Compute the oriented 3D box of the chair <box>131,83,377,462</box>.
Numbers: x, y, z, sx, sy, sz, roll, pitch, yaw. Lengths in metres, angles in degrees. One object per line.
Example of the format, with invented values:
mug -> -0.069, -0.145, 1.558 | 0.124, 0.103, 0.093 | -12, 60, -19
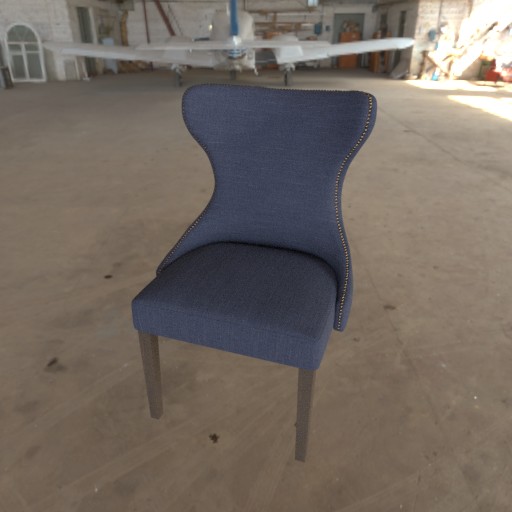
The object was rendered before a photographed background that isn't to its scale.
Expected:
chair -> 0.000, 0.000, 1.402 | 0.628, 0.967, 0.635 | 9, 28, 17
